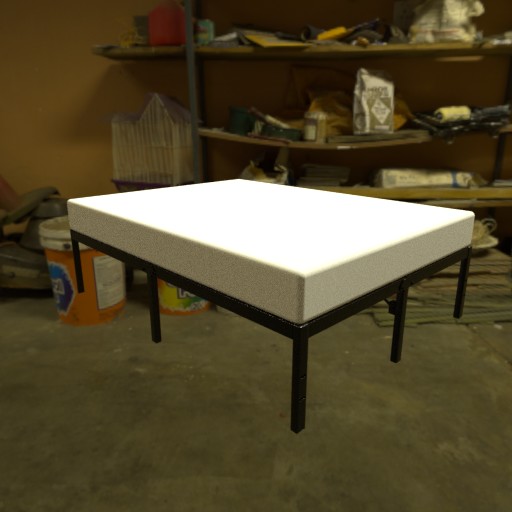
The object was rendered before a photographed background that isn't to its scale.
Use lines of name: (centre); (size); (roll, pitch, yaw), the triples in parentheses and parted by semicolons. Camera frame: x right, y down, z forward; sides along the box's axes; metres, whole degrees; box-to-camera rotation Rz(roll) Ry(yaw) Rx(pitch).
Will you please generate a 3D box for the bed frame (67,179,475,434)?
bed frame: (0.000, 0.000, 2.831); (1.557, 0.659, 2.072); (-16, 23, -41)
